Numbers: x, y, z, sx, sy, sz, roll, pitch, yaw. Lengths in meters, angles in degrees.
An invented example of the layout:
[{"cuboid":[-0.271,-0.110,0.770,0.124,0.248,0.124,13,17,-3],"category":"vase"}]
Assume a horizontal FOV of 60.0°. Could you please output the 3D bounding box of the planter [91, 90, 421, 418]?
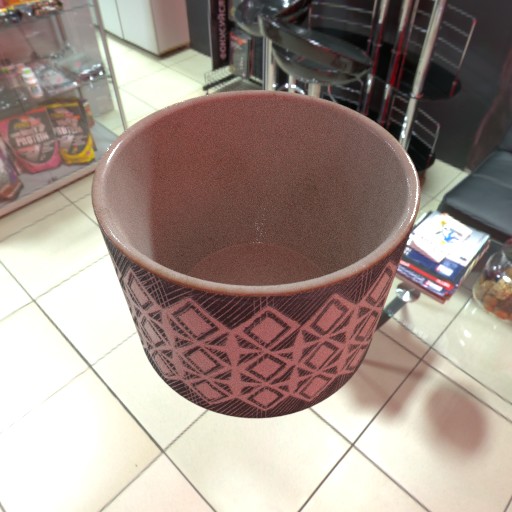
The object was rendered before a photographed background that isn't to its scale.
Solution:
[{"cuboid":[0.000,0.000,0.213,0.126,0.104,0.126,0,48,0],"category":"planter"}]
